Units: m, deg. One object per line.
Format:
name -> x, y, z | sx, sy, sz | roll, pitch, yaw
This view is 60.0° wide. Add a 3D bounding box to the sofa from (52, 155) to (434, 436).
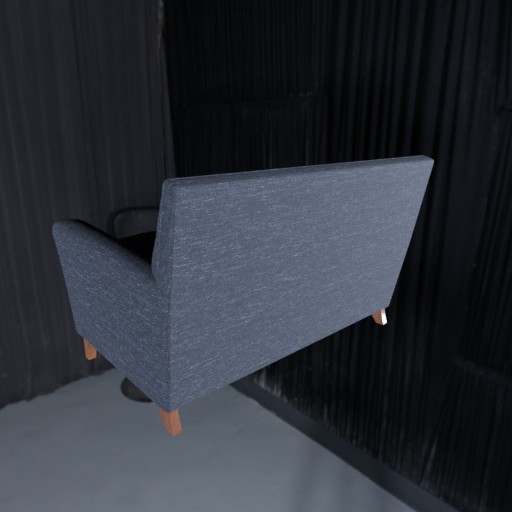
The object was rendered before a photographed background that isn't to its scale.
sofa -> 0.000, 0.000, 1.953 | 1.420, 0.846, 0.875 | -15, 22, -40
